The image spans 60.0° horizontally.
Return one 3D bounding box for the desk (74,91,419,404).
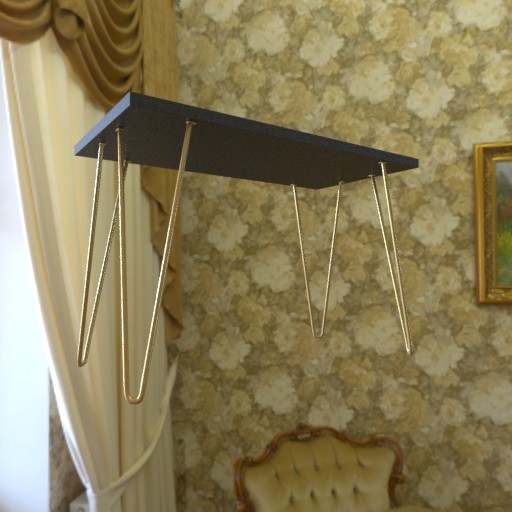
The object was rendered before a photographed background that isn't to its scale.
[{"bbox_3d":[0.000,0.000,1.407,0.991,0.660,0.499,1,-2,-35],"label":"desk"}]
